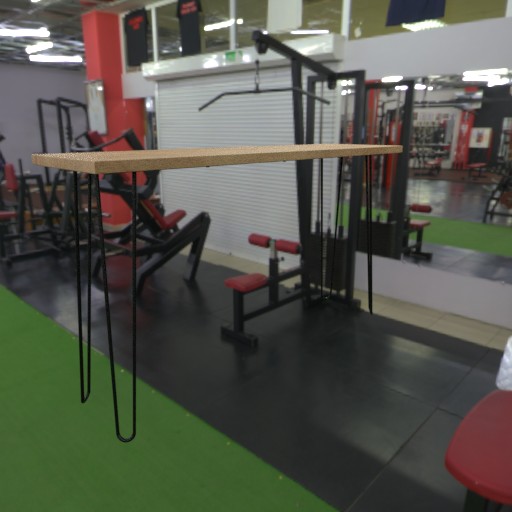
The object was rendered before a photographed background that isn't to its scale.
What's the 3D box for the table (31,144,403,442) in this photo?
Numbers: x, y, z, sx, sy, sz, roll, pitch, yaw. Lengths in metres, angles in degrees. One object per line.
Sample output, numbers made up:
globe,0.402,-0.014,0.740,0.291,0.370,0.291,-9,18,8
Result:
table,0.000,0.000,1.703,1.400,0.799,0.399,-15,22,-42
